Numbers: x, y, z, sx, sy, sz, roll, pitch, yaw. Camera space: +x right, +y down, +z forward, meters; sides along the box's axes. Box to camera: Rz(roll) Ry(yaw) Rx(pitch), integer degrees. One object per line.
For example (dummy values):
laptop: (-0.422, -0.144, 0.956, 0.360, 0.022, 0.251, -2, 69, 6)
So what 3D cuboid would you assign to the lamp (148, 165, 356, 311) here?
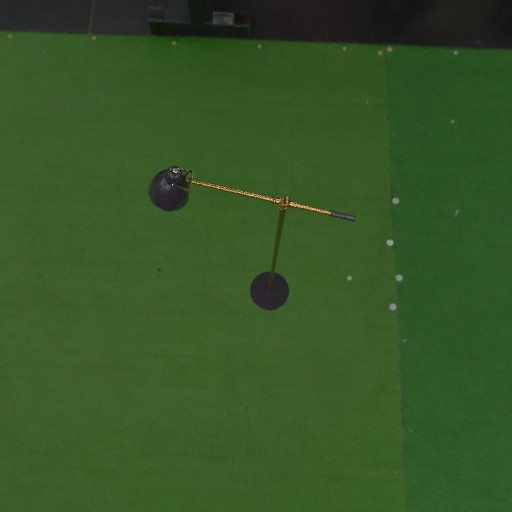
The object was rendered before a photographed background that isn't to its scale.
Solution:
lamp: (0.000, 0.000, 1.906, 0.618, 1.628, 0.235, 4, 75, 1)
